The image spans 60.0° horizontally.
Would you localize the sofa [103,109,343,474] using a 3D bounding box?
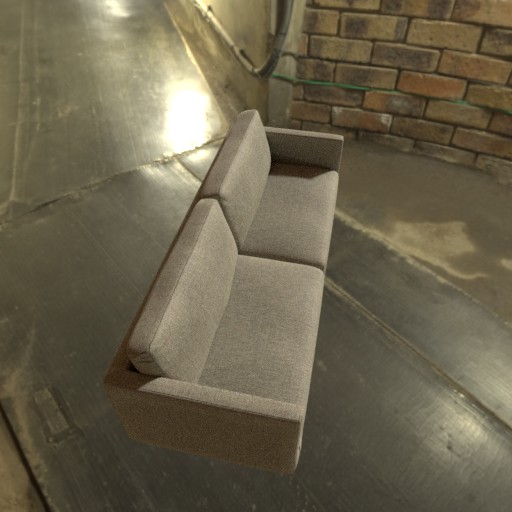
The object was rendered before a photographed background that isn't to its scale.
[{"bbox_3d":[0.000,0.000,2.950,0.948,0.951,2.434,9,46,8],"label":"sofa"}]
